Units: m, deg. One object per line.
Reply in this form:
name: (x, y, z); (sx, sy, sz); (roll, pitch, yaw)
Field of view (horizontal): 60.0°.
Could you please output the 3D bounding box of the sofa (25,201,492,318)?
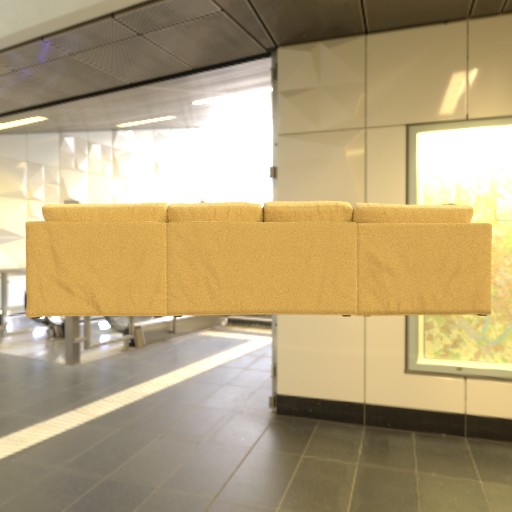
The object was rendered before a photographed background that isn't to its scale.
sofa: (0.000, 0.000, 4.444); (3.460, 0.882, 2.427); (0, 1, -2)
